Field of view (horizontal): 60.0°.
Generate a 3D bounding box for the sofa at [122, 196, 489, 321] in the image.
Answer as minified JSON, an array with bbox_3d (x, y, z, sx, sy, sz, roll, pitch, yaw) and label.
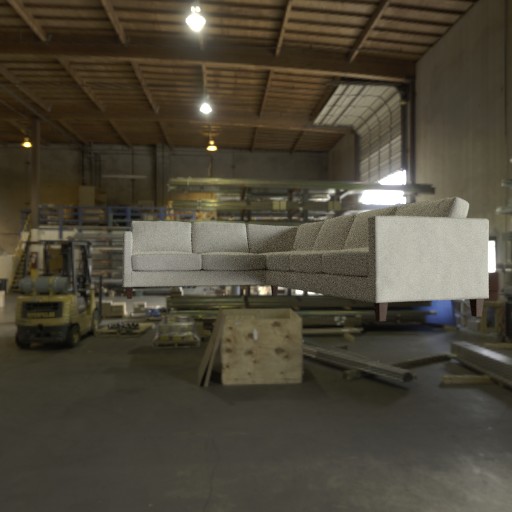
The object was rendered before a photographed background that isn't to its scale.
[{"bbox_3d":[0.000,0.000,4.233,2.432,0.863,3.182,0,0,-17],"label":"sofa"}]
